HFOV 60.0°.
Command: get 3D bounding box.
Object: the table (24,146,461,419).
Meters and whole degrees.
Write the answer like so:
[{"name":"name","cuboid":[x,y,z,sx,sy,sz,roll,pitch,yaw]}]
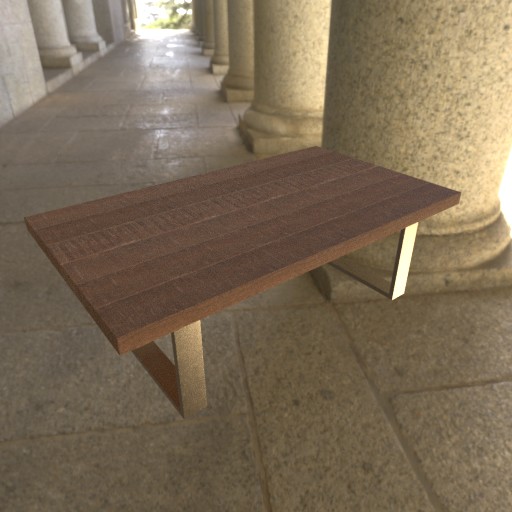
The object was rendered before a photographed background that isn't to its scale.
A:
[{"name":"table","cuboid":[0.000,0.000,1.731,1.400,0.440,0.800,-21,36,-32]}]
